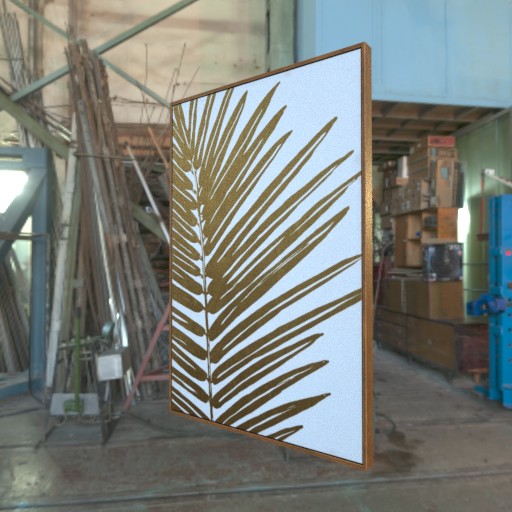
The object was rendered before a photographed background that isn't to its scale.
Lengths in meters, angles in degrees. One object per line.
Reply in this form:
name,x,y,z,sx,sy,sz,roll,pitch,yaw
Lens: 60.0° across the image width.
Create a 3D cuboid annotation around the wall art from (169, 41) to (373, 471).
wall art,0.000,0.000,1.139,0.610,0.914,0.037,-1,-1,37
